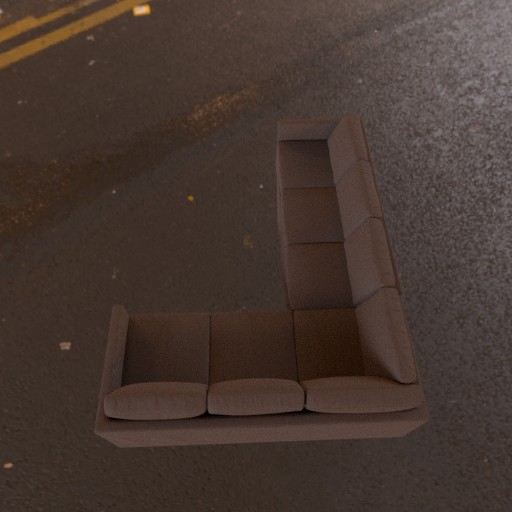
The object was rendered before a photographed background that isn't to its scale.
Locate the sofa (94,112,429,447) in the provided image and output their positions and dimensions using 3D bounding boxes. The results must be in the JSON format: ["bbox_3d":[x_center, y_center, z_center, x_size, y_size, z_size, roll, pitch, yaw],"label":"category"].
[{"bbox_3d":[0.000,0.000,4.201,2.432,0.871,3.182,-2,59,-1],"label":"sofa"}]
